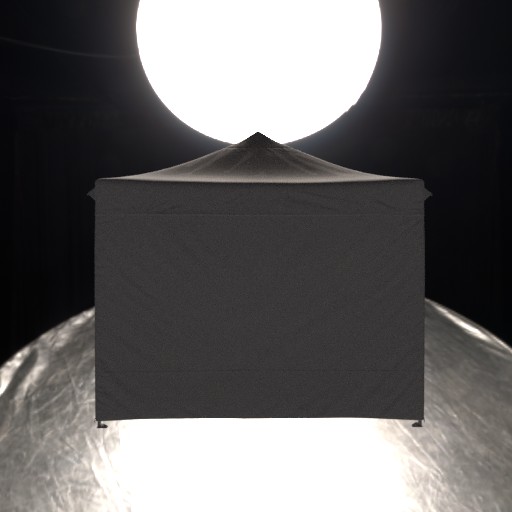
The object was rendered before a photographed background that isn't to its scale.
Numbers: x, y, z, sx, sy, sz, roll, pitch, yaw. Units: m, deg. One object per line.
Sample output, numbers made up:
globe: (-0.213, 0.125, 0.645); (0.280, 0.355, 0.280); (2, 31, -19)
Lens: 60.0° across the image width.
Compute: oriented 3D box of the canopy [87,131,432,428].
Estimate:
canopy: (0.000, 0.000, 5.410); (3.043, 2.997, 3.121); (0, 1, -1)
